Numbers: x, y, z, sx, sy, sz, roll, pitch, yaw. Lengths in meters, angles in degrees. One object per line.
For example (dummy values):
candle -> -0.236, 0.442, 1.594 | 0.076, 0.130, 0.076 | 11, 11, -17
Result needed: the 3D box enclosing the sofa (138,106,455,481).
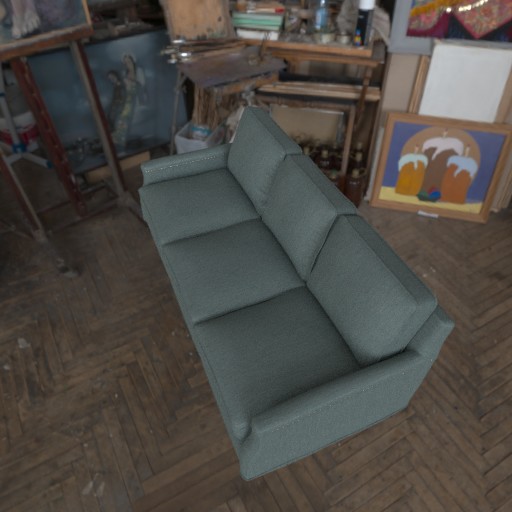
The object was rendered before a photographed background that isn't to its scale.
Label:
sofa -> 0.000, 0.000, 2.817 | 1.084, 1.003, 2.246 | -17, 48, -16
